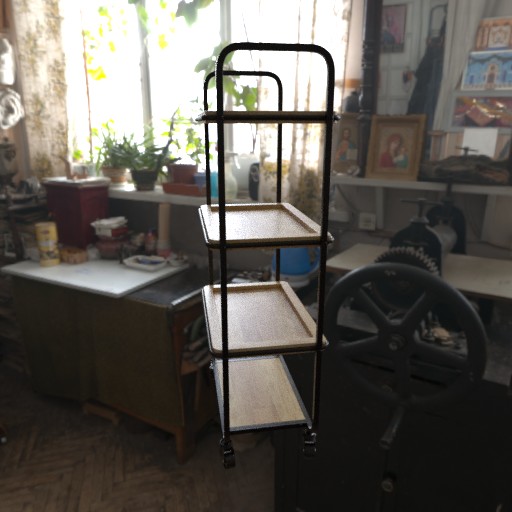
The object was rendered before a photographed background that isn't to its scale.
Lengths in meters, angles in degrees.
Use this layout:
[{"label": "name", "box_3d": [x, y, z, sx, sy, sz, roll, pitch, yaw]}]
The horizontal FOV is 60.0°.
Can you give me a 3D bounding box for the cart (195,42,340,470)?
[{"label": "cart", "box_3d": [0.000, 0.000, 1.327, 0.321, 1.080, 0.545, -3, 17, -9]}]
